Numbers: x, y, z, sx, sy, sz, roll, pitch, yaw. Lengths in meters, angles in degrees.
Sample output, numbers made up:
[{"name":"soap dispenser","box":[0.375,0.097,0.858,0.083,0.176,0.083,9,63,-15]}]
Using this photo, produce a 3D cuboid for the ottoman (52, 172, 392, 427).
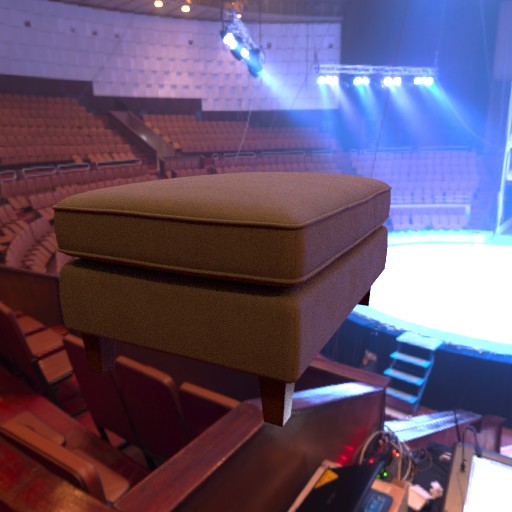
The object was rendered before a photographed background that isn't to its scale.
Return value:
[{"name":"ottoman","box":[0.000,0.000,1.324,0.636,0.480,0.941,7,15,25]}]
